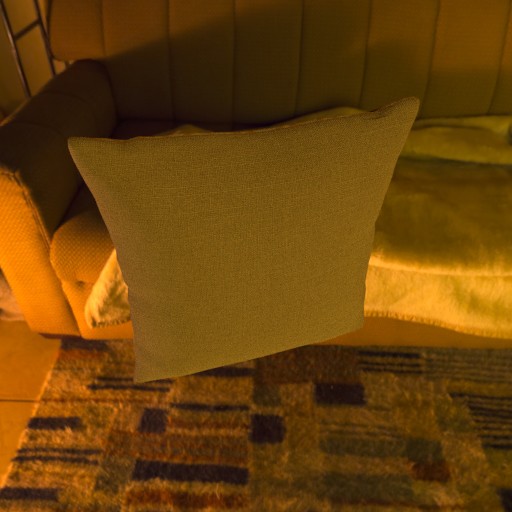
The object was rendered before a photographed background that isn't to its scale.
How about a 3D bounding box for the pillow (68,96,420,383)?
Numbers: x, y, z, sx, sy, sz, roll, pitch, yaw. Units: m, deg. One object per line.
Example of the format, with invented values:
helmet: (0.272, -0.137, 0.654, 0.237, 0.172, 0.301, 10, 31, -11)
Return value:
pillow: (0.000, 0.000, 0.655, 0.429, 0.436, 0.159, -12, 42, -14)
